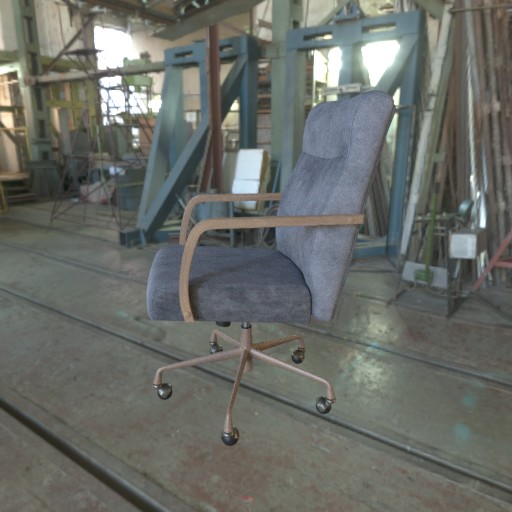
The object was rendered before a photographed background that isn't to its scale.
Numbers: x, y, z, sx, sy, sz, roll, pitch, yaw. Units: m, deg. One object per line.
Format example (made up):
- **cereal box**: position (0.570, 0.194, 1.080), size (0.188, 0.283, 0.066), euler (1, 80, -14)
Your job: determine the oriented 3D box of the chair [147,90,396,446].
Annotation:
- **chair**: position (0.000, 0.000, 1.505), size (0.741, 1.029, 0.640), euler (-2, 15, -9)
